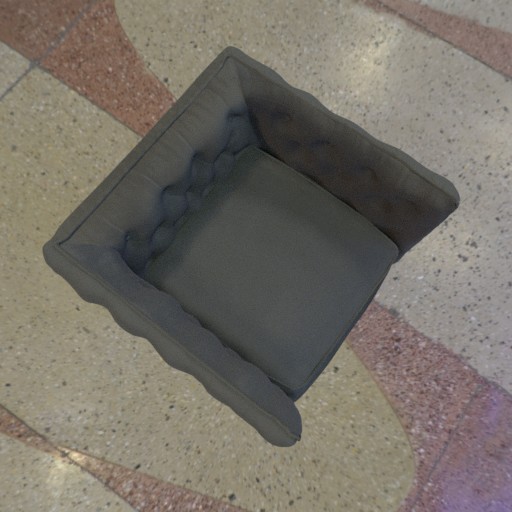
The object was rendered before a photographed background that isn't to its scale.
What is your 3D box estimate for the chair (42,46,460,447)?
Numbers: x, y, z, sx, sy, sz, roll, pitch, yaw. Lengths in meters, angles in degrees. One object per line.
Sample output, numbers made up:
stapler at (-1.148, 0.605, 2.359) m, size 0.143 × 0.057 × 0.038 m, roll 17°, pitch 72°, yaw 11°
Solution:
chair at (0.000, 0.000, 1.643) m, size 0.913 × 0.807 × 0.946 m, roll 36°, pitch 78°, yaw 9°
